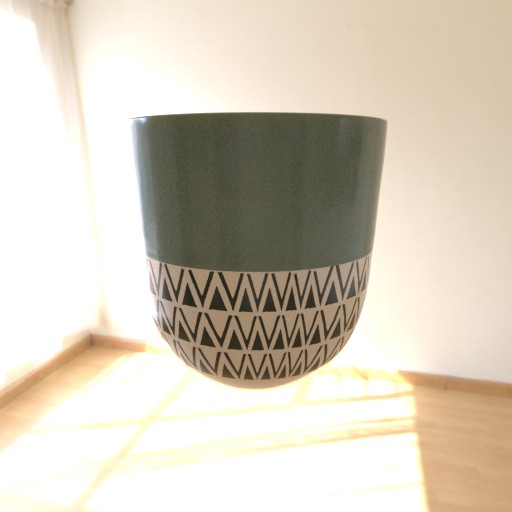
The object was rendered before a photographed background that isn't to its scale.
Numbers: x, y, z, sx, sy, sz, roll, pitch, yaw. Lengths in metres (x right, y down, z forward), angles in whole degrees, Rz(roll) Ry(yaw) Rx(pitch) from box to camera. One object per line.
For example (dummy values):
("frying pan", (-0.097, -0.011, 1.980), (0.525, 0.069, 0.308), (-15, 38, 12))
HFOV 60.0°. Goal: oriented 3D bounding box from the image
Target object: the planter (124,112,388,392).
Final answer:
("planter", (0.000, 0.000, 0.371), (0.198, 0.214, 0.198), (0, 13, 0))
